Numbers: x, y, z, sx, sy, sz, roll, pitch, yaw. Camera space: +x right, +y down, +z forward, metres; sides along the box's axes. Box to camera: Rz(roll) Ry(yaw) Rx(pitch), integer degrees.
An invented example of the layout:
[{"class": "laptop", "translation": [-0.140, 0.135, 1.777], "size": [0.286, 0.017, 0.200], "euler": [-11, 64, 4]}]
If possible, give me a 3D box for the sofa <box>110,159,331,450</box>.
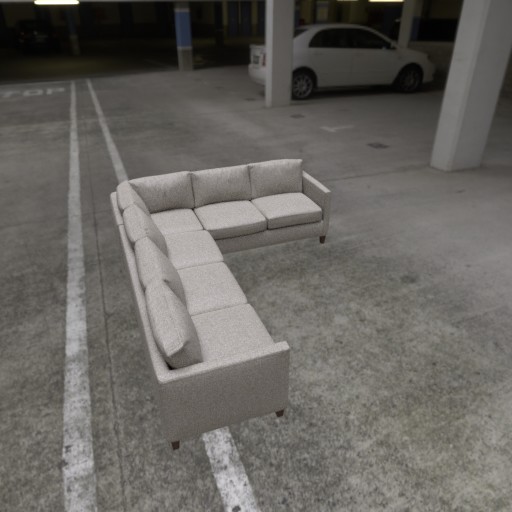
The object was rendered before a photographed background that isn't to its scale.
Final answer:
[{"class": "sofa", "translation": [0.000, 0.000, 4.559], "size": [2.593, 0.947, 3.302], "euler": [-11, 32, -18]}]
